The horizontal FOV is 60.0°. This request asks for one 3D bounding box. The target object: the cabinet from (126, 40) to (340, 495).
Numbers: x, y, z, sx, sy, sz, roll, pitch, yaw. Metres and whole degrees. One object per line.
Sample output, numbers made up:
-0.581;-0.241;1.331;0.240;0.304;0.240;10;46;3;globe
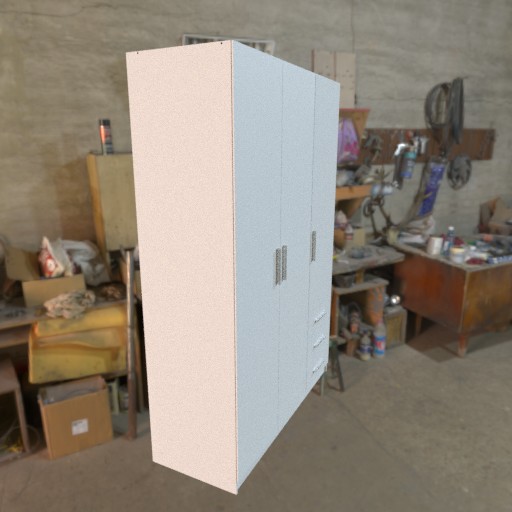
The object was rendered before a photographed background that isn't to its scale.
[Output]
0.000;0.000;2.452;0.510;1.910;1.290;7;16;26;cabinet
